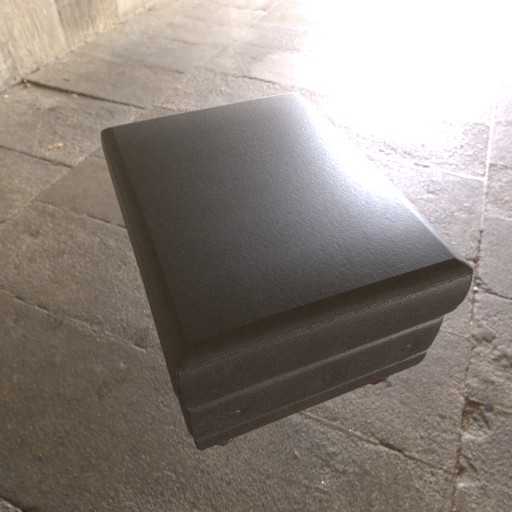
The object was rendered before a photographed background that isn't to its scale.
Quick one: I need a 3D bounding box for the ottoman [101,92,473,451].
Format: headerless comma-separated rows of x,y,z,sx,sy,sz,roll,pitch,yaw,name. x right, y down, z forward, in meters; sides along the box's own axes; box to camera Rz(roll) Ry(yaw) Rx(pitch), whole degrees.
0.000,0.000,1.151,0.590,0.498,0.795,-16,48,-15,ottoman
